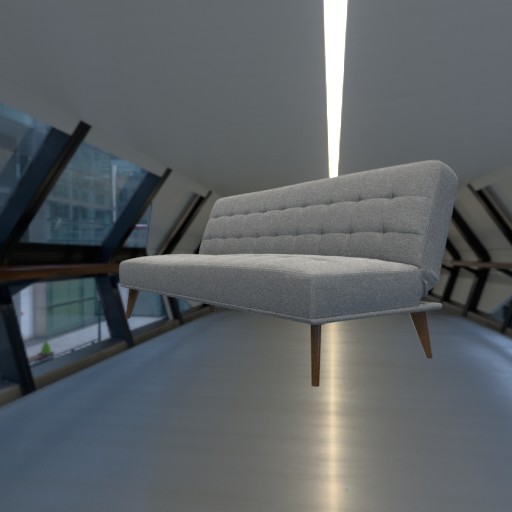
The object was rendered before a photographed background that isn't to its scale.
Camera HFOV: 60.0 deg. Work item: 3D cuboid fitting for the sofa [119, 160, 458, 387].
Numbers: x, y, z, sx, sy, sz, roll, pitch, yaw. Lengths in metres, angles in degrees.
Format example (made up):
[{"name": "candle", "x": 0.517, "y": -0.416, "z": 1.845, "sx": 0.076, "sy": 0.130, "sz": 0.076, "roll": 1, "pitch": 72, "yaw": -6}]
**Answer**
[{"name": "sofa", "x": 0.000, "y": 0.000, "z": 2.347, "sx": 0.860, "sy": 0.810, "sz": 1.800, "roll": -1, "pitch": 1, "yaw": -36}]
